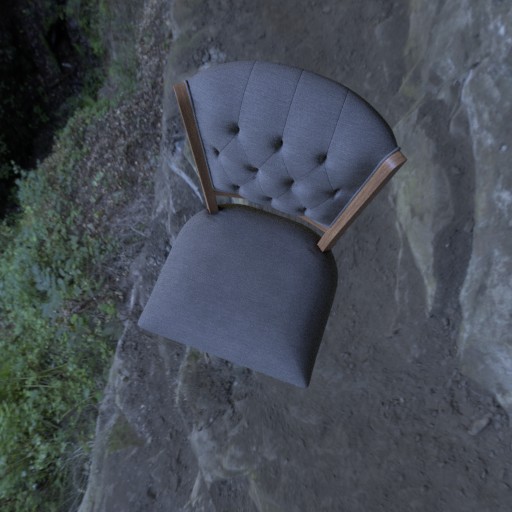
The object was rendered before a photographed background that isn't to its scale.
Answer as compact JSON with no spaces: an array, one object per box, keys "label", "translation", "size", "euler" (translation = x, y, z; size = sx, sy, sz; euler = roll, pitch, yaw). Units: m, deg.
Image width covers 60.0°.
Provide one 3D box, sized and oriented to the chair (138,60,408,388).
[{"label":"chair","translation":[0.000,0.000,1.241],"size":[0.513,0.905,0.584],"euler":[19,76,5]}]
